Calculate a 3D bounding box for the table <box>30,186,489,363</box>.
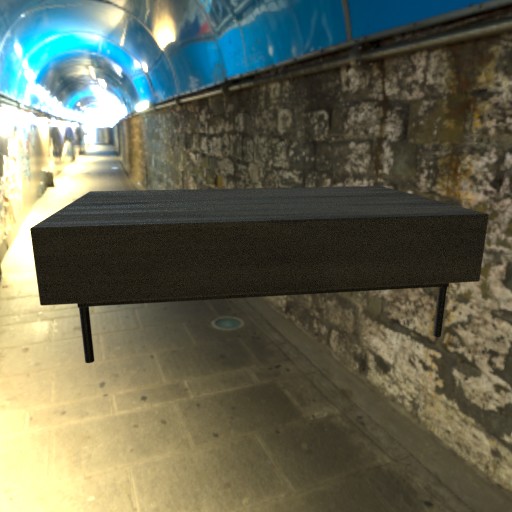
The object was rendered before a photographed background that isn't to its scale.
[{"bbox_3d":[0.000,0.000,1.386,1.088,0.347,0.643,-2,16,-9],"label":"table"}]
